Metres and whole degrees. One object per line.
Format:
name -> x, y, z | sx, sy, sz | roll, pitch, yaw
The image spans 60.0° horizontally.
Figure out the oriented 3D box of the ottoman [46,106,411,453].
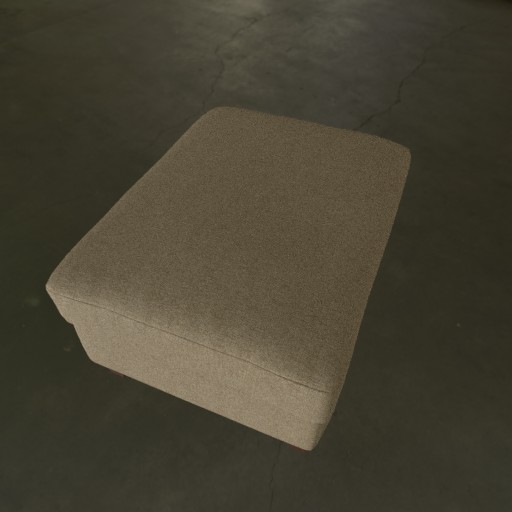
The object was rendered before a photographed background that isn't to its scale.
ottoman -> 0.000, 0.000, 1.305 | 0.692, 0.511, 0.889 | 17, 49, 15
